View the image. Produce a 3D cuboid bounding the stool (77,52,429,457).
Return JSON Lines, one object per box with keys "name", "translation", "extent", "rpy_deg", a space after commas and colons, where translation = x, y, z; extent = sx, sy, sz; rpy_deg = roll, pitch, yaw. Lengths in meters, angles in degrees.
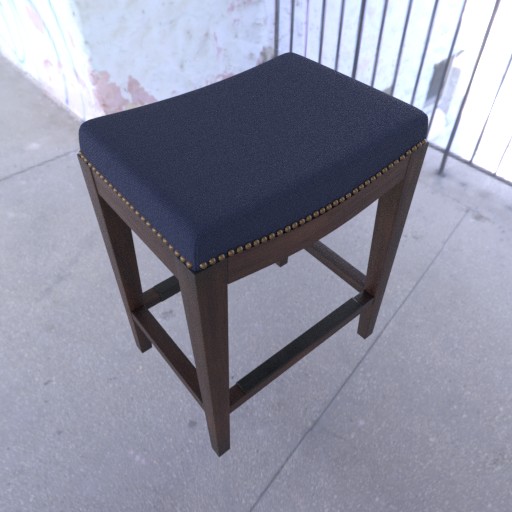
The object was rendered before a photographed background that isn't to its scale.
{"name": "stool", "translation": [0.000, 0.000, 0.932], "extent": [0.500, 0.642, 0.361], "rpy_deg": [-31, 53, -26]}
